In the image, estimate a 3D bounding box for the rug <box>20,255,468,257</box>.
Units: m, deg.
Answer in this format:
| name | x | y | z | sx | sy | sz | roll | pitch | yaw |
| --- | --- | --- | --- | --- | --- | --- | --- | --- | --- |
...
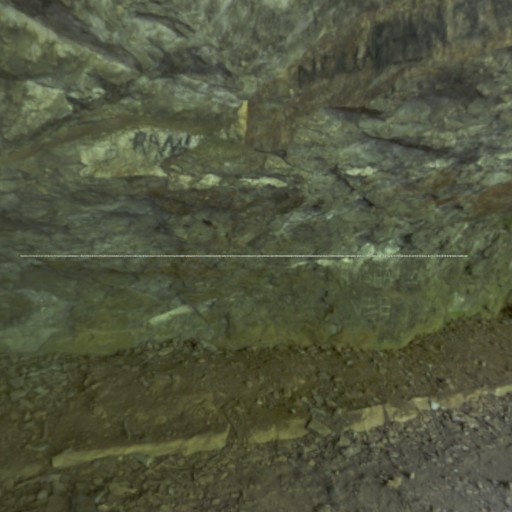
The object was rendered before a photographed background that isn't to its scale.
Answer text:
| name | x | y | z | sx | sy | sz | roll | pitch | yaw |
| --- | --- | --- | --- | --- | --- | --- | --- | --- | --- |
| rug | 0.000 | 0.000 | 2.280 | 1.818 | 0.005 | 1.217 | 0 | 0 | 18 |
